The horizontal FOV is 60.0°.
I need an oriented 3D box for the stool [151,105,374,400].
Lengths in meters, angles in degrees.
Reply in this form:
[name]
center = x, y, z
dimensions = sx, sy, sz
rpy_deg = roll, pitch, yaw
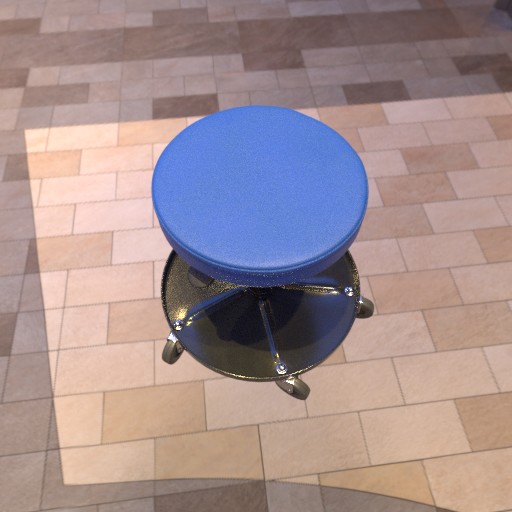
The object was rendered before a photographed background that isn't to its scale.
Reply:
[stool]
center = 0.000, 0.000, 0.701
dimensions = 0.381, 0.365, 0.382
rpy_deg = 32, 63, 19
